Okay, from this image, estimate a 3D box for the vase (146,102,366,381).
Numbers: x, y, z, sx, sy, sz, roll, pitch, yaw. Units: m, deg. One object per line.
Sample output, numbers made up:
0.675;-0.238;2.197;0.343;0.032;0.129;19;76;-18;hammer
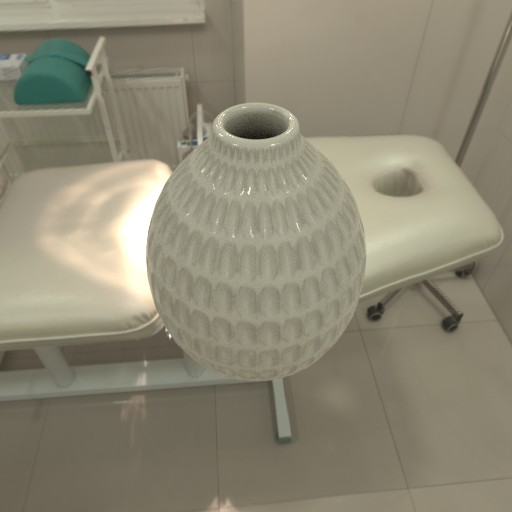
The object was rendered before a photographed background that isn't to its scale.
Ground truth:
0.000;0.000;0.334;0.162;0.223;0.162;0;46;0;vase
